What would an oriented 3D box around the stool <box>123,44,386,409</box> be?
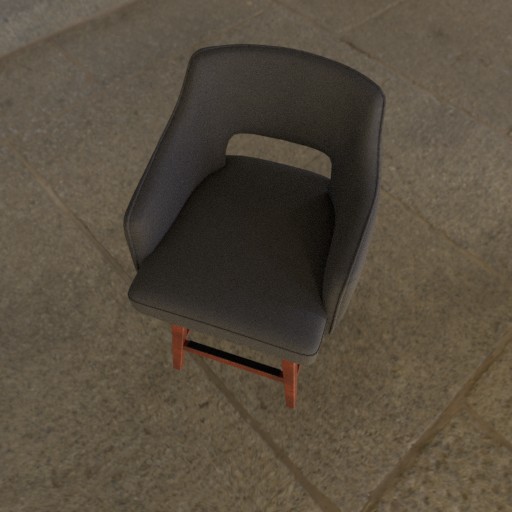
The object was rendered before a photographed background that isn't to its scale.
[{"bbox_3d":[0.000,0.000,1.222,0.548,0.912,0.558,16,59,10],"label":"stool"}]
